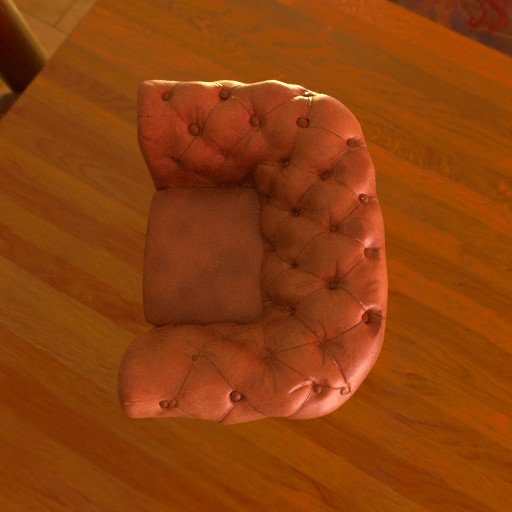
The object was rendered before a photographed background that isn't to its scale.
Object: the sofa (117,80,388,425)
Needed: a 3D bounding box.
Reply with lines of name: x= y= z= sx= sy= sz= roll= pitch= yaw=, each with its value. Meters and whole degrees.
sofa: x=0.000 y=0.000 z=2.062 sx=1.033 sy=0.878 sz=1.405 roll=-1 pitch=75 yaw=0
